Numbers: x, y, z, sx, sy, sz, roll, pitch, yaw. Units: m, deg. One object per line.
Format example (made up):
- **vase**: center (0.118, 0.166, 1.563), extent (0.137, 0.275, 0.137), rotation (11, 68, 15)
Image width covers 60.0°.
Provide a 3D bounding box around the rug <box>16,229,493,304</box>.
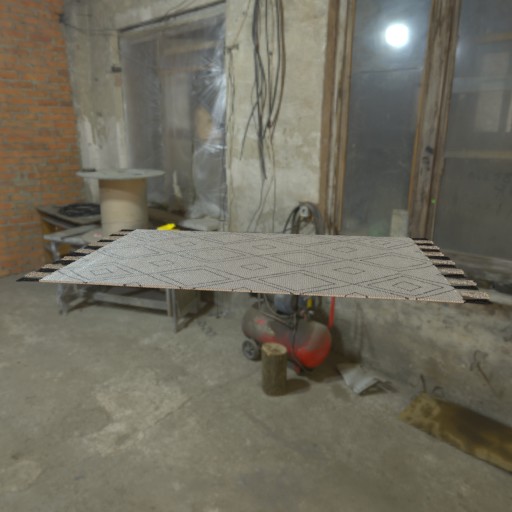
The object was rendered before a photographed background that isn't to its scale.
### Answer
- **rug**: center (0.000, 0.000, 3.214), extent (2.755, 0.021, 1.524), rotation (2, 16, 8)
